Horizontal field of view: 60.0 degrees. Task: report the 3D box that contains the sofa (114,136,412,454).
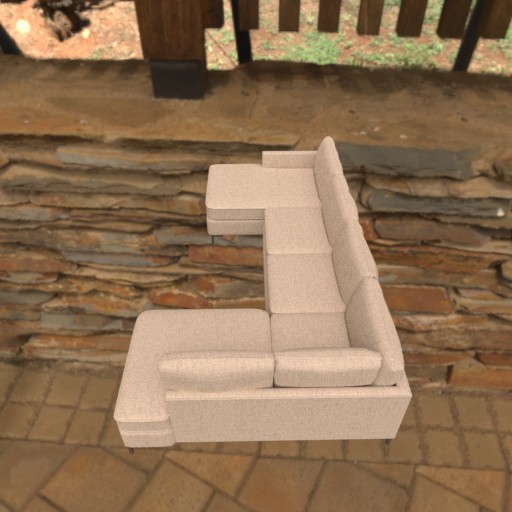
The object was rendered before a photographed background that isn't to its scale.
[{"bbox_3d":[0.000,0.000,4.320,2.021,0.996,3.423,-1,42,-1],"label":"sofa"}]
